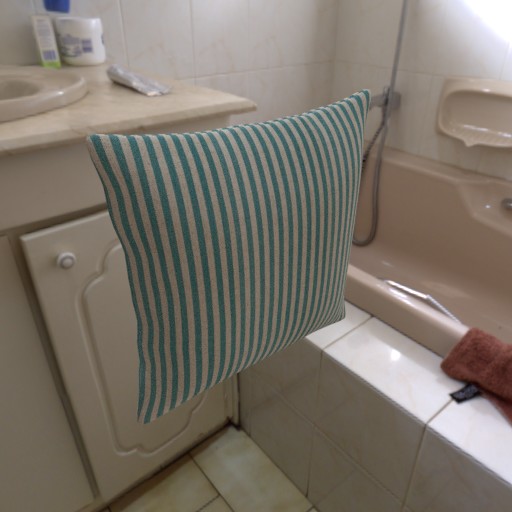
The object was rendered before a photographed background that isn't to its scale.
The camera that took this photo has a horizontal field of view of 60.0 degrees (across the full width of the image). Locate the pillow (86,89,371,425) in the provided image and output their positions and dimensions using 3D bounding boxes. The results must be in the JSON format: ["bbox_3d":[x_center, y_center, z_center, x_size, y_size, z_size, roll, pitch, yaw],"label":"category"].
[{"bbox_3d":[0.000,0.000,0.790,0.523,0.510,0.166,-21,36,-31],"label":"pillow"}]
